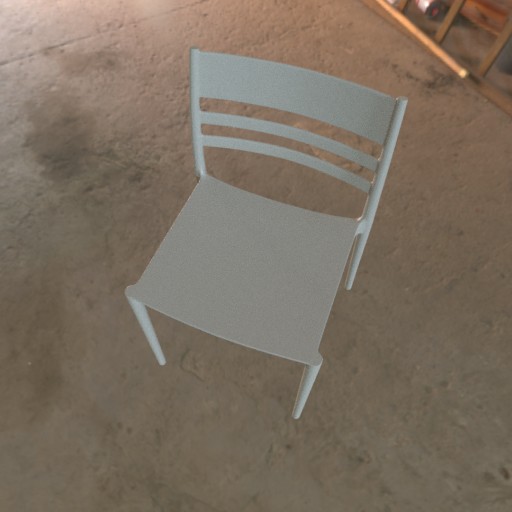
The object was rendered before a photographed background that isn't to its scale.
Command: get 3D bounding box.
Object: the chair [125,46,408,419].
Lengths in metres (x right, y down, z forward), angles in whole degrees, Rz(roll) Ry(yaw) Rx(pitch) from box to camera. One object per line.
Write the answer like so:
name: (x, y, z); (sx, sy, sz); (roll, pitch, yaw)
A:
chair: (0.000, 0.000, 1.140); (0.531, 0.800, 0.511); (18, 60, 11)
